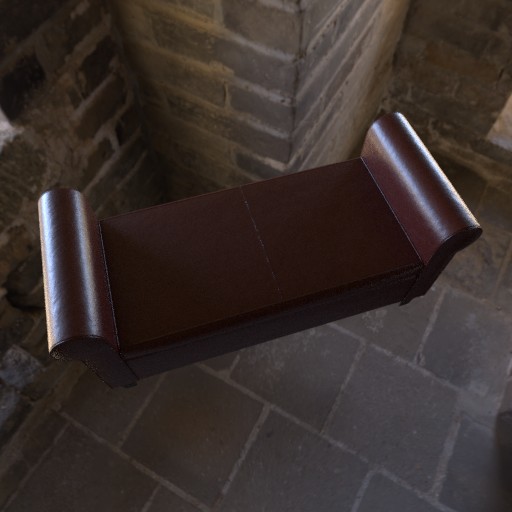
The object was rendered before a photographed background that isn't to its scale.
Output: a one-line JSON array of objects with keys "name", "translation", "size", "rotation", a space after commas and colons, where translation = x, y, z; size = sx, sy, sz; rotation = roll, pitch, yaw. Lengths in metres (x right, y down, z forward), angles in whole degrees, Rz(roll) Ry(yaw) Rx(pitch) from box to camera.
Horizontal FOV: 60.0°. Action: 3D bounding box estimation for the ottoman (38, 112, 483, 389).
[{"name": "ottoman", "translation": [0.000, 0.000, 1.529], "size": [1.256, 0.547, 0.521], "rotation": [-15, 60, -9]}]
